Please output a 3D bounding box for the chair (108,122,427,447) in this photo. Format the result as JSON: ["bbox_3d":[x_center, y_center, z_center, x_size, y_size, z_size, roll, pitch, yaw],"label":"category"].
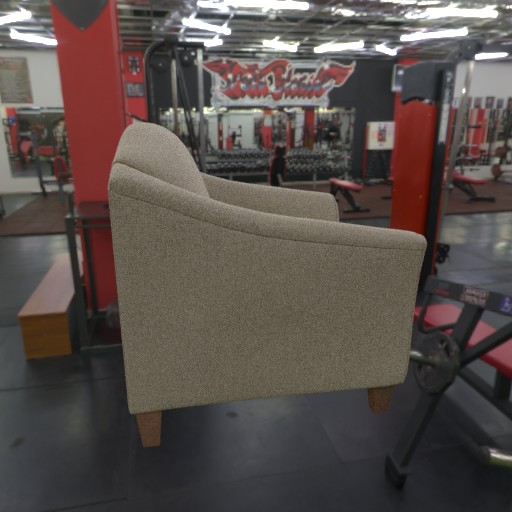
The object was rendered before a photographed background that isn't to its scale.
[{"bbox_3d":[0.000,0.000,1.453,0.787,0.839,0.763,-3,17,-9],"label":"chair"}]
